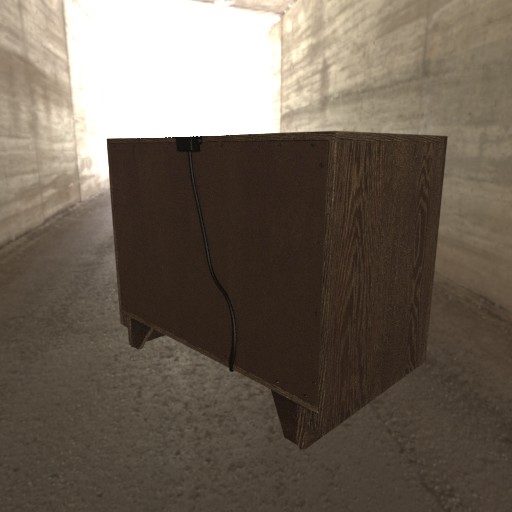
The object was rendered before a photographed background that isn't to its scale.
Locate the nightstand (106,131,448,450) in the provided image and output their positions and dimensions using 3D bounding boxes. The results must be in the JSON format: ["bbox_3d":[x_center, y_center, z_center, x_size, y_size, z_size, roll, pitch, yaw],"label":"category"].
[{"bbox_3d":[0.000,0.000,1.181,0.457,0.612,0.775,-13,19,-43],"label":"nightstand"}]
